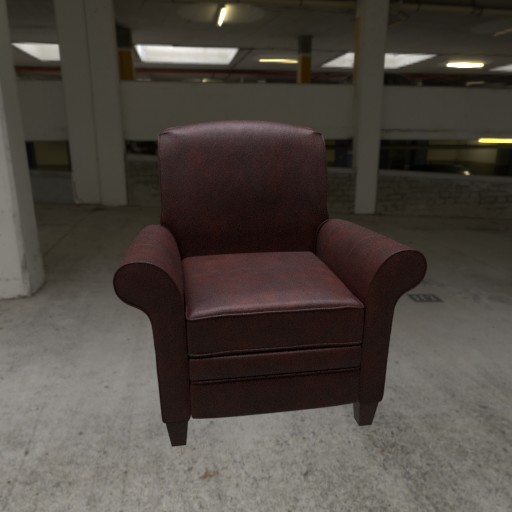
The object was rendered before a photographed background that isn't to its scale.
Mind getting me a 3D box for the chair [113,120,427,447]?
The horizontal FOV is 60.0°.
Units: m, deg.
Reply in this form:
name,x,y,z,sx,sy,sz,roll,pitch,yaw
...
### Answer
name,x,y,z,sx,sy,sz,roll,pitch,yaw
chair,0.000,0.000,1.778,0.978,1.061,0.902,-3,16,-9
